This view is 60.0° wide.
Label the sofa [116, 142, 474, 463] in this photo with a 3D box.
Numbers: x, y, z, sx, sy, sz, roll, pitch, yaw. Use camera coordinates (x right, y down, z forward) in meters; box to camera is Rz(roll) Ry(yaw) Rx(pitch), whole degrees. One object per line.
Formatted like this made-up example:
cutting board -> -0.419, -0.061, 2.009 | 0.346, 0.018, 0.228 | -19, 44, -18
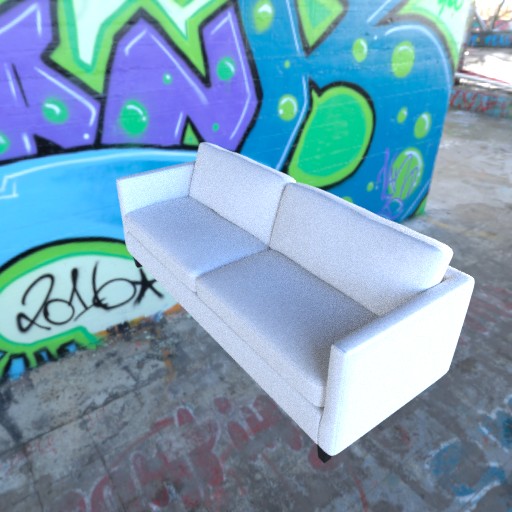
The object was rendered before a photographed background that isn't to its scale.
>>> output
sofa -> 0.000, 0.000, 2.917 | 0.948, 0.965, 2.434 | -20, 36, -31
